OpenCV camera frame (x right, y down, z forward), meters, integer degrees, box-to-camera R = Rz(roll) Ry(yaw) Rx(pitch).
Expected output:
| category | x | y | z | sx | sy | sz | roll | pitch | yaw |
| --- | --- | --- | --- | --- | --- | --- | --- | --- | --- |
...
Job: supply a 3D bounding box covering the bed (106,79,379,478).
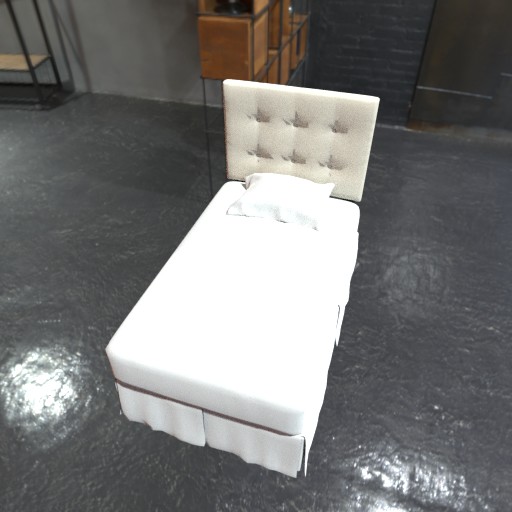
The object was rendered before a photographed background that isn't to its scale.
| category | x | y | z | sx | sy | sz | roll | pitch | yaw |
| --- | --- | --- | --- | --- | --- | --- | --- | --- | --- |
| bed | 0.000 | 0.000 | 2.963 | 1.261 | 1.571 | 1.997 | 12 | 42 | 14 |
